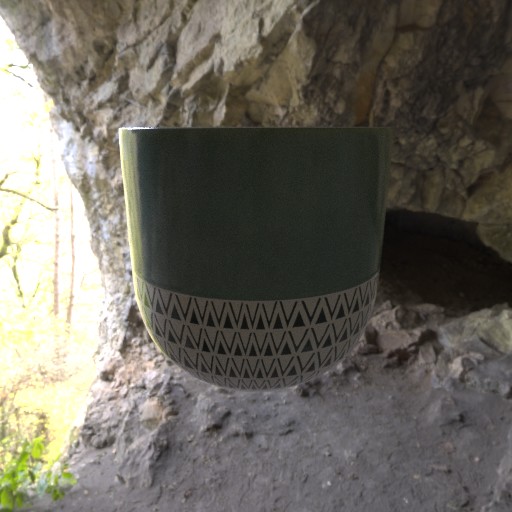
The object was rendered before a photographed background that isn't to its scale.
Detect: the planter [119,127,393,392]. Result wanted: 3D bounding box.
[{"bbox_3d":[0.000,0.000,0.484,0.266,0.270,0.266,0,16,0],"label":"planter"}]
